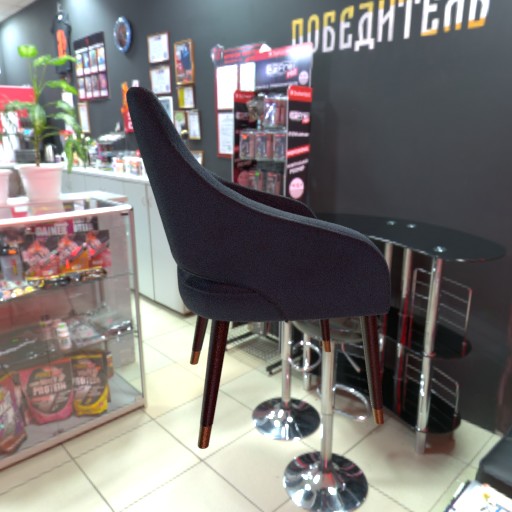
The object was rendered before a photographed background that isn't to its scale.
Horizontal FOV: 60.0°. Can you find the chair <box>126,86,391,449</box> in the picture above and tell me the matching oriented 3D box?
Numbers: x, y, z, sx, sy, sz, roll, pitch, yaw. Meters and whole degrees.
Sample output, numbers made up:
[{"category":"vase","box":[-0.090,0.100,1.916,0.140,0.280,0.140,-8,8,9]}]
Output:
[{"category":"chair","box":[0.000,0.000,1.557,0.794,1.081,0.683,-3,16,-10]}]
